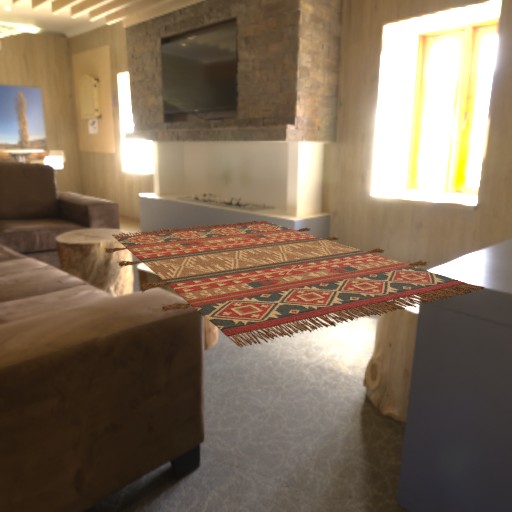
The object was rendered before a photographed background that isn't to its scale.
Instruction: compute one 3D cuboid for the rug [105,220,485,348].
[{"bbox_3d":[0.000,0.000,2.540,1.469,0.040,2.025,-8,16,-28],"label":"rug"}]
